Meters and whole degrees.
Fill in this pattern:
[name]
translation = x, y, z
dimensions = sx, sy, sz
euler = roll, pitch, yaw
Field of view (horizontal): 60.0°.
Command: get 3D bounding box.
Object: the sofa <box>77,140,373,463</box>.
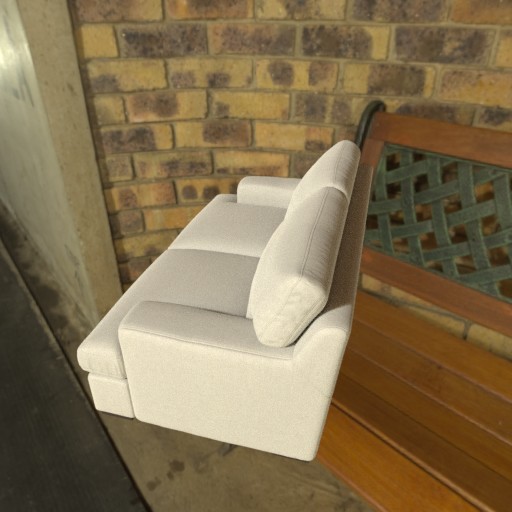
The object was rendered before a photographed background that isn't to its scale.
[sofa]
translation = 0.000, 0.000, 2.497
dimensions = 1.143, 0.940, 1.880
euler = 8, 31, 13
